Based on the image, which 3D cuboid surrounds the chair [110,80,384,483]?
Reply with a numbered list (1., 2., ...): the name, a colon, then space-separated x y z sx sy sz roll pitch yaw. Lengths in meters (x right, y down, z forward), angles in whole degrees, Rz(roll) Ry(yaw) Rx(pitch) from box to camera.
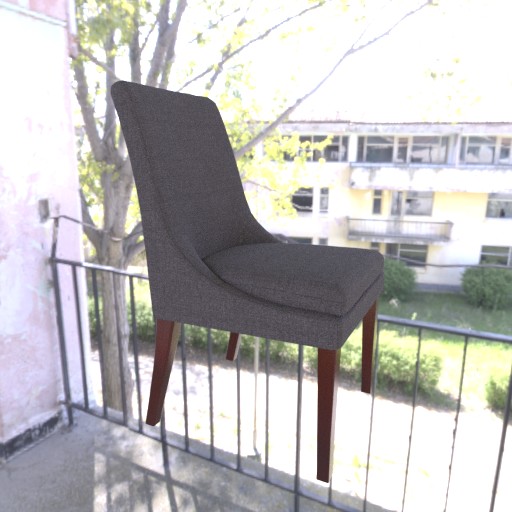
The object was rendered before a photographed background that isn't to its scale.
1. chair: 0.000 0.000 1.295 0.655 0.952 0.508 6 15 26
